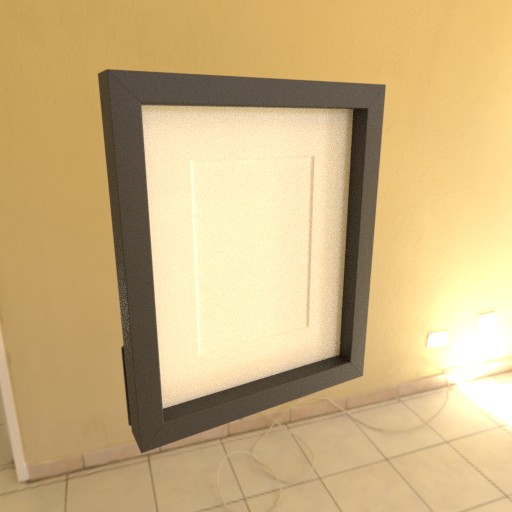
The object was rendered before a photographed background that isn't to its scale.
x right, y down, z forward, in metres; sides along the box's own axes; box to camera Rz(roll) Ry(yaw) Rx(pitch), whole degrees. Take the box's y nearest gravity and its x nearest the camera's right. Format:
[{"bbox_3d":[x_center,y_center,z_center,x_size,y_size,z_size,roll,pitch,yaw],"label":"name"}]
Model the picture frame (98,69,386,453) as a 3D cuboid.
[{"bbox_3d":[0.000,0.000,0.384,0.232,0.284,0.042,-9,19,-28],"label":"picture frame"}]
